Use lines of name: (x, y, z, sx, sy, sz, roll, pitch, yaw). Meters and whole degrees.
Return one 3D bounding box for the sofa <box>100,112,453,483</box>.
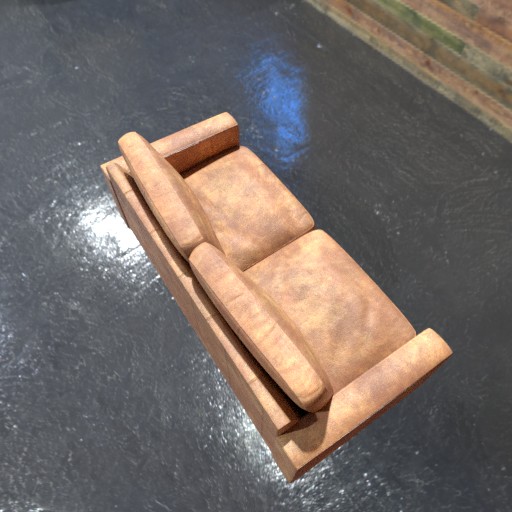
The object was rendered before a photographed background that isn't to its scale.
sofa: (0.000, 0.000, 2.655, 1.016, 0.873, 2.179, -29, 62, -17)
